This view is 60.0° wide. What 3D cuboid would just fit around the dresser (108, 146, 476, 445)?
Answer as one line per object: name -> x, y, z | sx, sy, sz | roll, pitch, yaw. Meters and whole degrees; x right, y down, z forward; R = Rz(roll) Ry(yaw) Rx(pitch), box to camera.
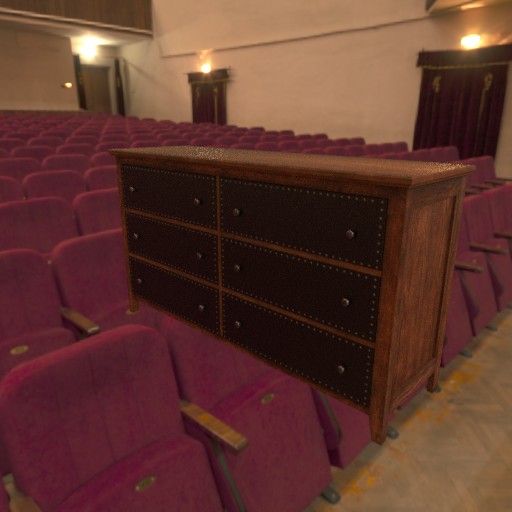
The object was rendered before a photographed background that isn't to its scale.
dresser -> 0.000, 0.000, 1.927 | 1.551, 0.856, 0.463 | 16, 23, 41
